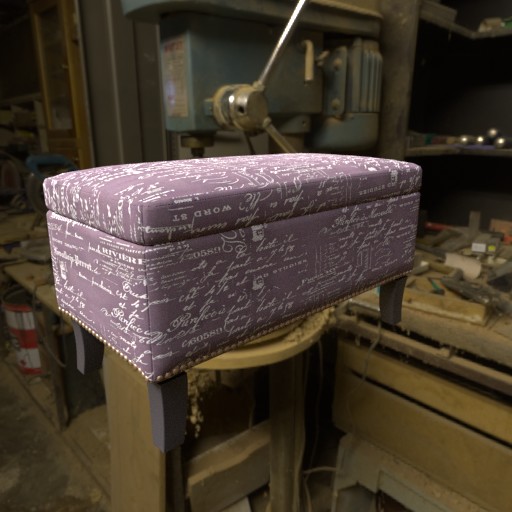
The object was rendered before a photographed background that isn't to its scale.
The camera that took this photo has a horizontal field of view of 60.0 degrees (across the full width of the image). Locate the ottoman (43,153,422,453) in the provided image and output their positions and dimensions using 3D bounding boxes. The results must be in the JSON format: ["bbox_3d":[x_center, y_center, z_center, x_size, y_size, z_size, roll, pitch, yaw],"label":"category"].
[{"bbox_3d":[0.000,0.000,1.056,0.813,0.457,0.406,-15,22,-41],"label":"ottoman"}]
